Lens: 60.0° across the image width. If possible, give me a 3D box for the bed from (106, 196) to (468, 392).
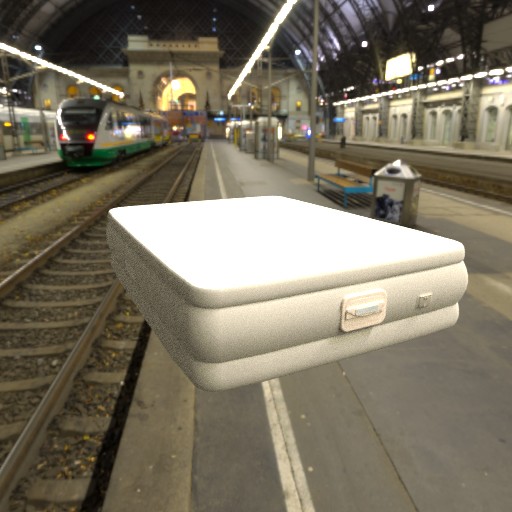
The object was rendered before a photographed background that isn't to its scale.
[{"bbox_3d":[0.000,0.000,2.733,1.520,0.460,2.036,-8,18,-26],"label":"bed"}]
